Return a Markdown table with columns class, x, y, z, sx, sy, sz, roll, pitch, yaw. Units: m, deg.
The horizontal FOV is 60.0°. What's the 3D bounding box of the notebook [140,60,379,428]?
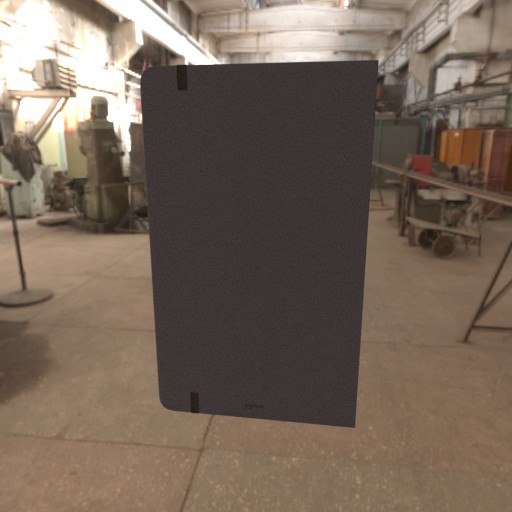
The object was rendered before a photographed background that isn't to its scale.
| class | x | y | z | sx | sy | sz | roll | pitch | yaw |
| --- | --- | --- | --- | --- | --- | --- | --- | --- | --- |
| notebook | 0.000 | 0.000 | 0.266 | 0.127 | 0.213 | 0.016 | 2 | 15 | 9 |
